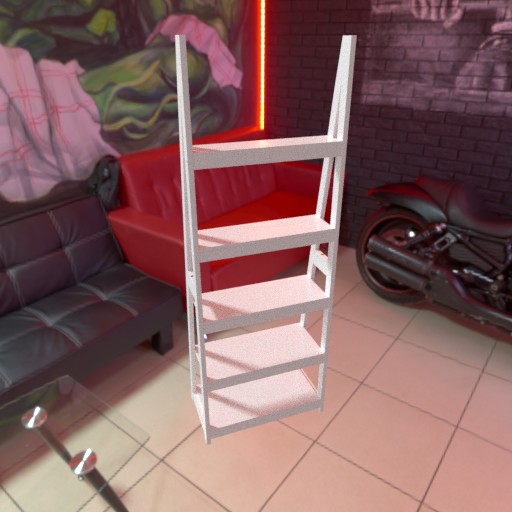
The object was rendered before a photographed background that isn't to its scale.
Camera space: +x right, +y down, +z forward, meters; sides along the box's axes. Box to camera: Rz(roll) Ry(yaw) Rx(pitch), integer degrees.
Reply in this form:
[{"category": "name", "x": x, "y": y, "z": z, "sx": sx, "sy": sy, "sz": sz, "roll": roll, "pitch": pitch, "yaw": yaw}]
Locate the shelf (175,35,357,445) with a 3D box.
[{"category": "shelf", "x": 0.000, "y": 0.000, "z": 1.998, "sx": 0.636, "sy": 1.779, "sz": 0.341, "roll": -9, "pitch": 28, "yaw": -18}]
